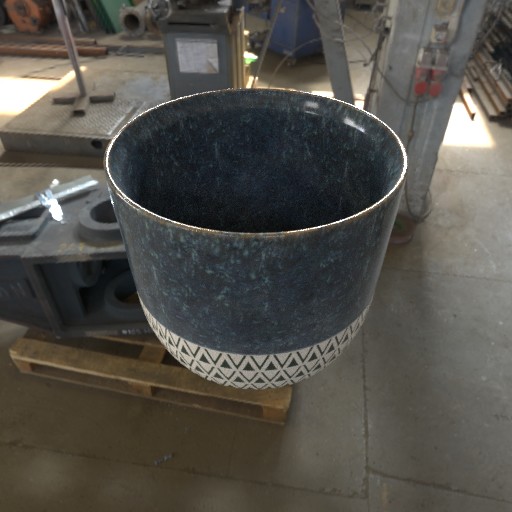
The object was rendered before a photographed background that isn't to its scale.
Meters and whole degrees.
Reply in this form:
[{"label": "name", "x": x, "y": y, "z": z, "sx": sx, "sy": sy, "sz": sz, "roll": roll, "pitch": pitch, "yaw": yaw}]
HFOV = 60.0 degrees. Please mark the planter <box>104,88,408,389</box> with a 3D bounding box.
[{"label": "planter", "x": 0.000, "y": 0.000, "z": 0.487, "sx": 0.266, "sy": 0.270, "sz": 0.266, "roll": 0, "pitch": 41, "yaw": 0}]
